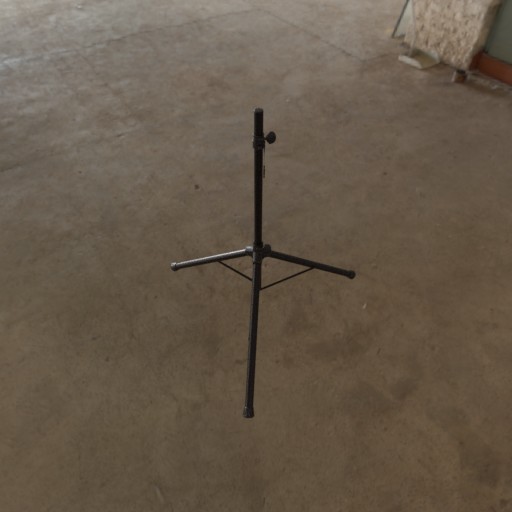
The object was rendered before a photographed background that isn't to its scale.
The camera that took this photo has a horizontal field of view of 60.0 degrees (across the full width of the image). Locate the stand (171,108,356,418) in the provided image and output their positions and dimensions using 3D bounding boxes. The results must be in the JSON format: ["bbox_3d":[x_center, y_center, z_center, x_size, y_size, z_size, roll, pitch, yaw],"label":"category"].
[{"bbox_3d":[0.000,0.000,1.837,1.045,1.136,0.907,4,46,4],"label":"stand"}]
